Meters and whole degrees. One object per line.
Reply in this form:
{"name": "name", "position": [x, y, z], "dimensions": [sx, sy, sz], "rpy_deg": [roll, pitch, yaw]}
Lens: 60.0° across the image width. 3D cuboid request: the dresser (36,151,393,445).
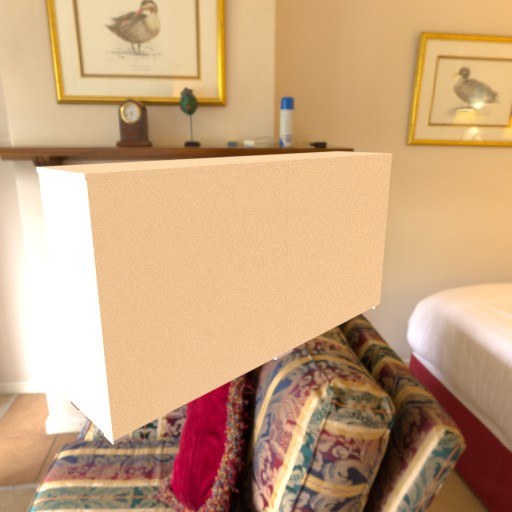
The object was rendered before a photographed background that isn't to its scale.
{"name": "dresser", "position": [0.000, 0.000, 1.835], "dimensions": [0.333, 0.790, 1.535], "rpy_deg": [15, 22, 43]}
